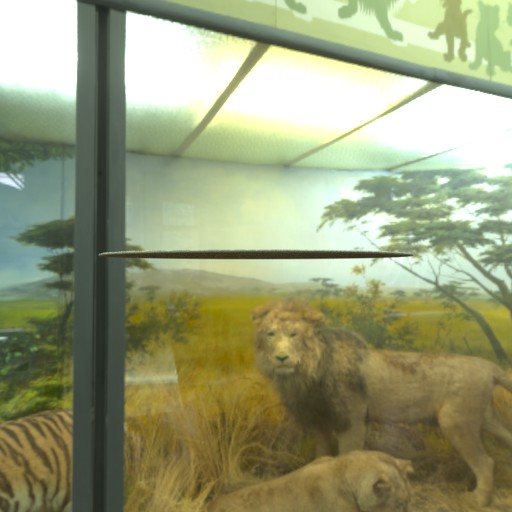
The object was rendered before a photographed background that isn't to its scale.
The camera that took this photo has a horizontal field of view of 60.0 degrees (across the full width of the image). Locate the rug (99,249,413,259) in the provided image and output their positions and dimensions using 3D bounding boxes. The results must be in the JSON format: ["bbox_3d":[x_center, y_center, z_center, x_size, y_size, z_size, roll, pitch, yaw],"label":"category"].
[{"bbox_3d":[0.000,0.000,2.380,1.593,0.012,1.593,0,-1,0],"label":"rug"}]
